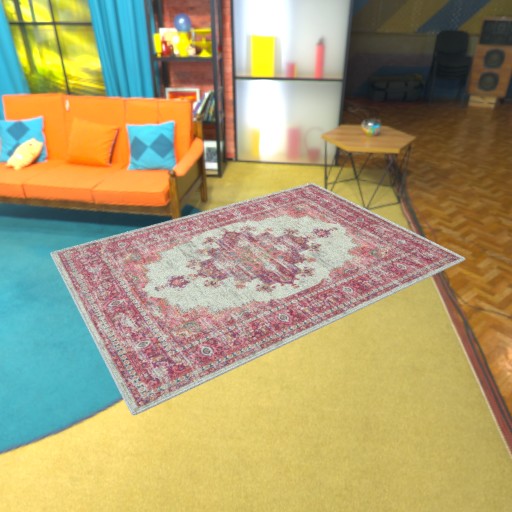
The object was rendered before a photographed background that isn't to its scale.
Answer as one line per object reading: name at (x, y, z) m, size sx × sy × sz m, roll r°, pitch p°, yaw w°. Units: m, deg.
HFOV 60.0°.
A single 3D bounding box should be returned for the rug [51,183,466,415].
rug at (0.000, 0.000, 2.892) m, size 2.232 × 0.011 × 1.555 m, roll -19°, pitch 36°, yaw -28°
